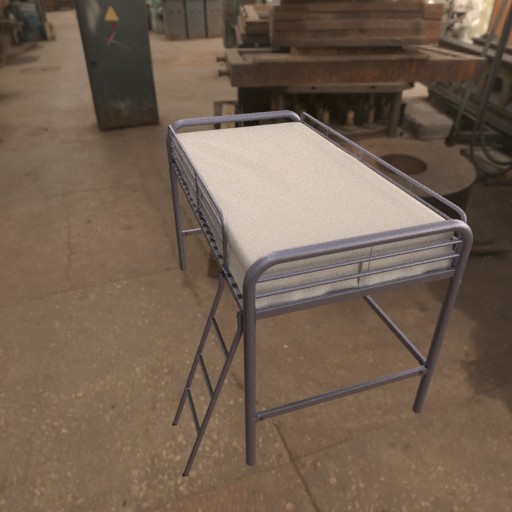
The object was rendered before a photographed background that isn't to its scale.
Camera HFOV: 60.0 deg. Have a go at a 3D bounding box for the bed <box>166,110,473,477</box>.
[{"bbox_3d":[0.000,0.000,2.860,1.415,1.288,1.965,-10,34,-16],"label":"bed"}]
